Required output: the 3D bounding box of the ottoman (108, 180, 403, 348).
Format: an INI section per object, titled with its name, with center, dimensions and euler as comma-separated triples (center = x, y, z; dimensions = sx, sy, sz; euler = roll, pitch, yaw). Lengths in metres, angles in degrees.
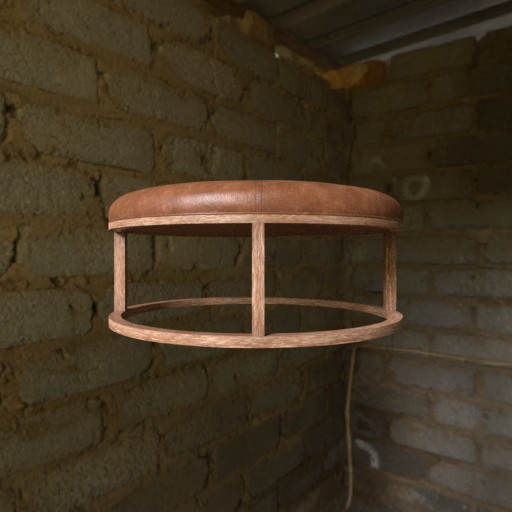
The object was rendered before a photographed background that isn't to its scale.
[ottoman]
center = 0.000, 0.000, 1.580
dimensions = 1.006, 0.445, 1.006
euler = 0, 0, 0
